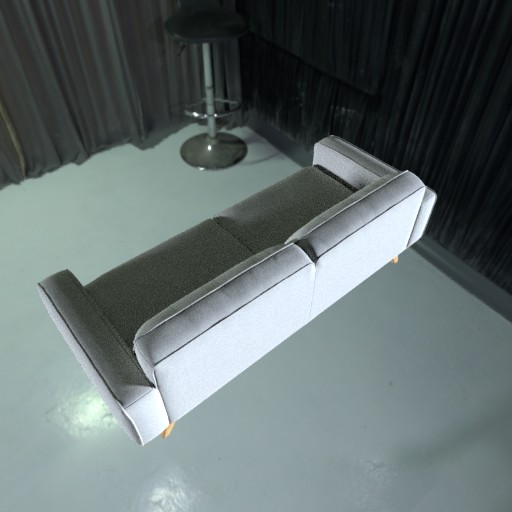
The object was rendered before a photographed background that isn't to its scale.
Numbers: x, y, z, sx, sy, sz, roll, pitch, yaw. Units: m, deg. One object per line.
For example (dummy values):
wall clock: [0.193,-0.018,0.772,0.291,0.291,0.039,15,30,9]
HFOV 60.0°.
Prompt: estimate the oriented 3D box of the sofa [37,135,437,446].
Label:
sofa: [0.000,0.000,2.692,2.270,0.781,0.956,-31,54,-26]
